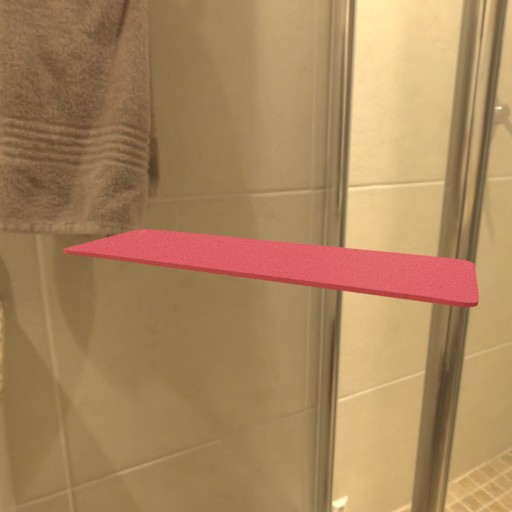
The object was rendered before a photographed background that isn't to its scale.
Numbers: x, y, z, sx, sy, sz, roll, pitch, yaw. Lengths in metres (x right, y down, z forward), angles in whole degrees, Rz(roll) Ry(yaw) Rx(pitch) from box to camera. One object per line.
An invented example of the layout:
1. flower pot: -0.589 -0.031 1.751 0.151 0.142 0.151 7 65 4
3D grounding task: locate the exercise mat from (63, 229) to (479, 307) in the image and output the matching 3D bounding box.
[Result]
1. exercise mat: 0.000 0.000 2.096 1.884 0.021 0.616 6 16 24
